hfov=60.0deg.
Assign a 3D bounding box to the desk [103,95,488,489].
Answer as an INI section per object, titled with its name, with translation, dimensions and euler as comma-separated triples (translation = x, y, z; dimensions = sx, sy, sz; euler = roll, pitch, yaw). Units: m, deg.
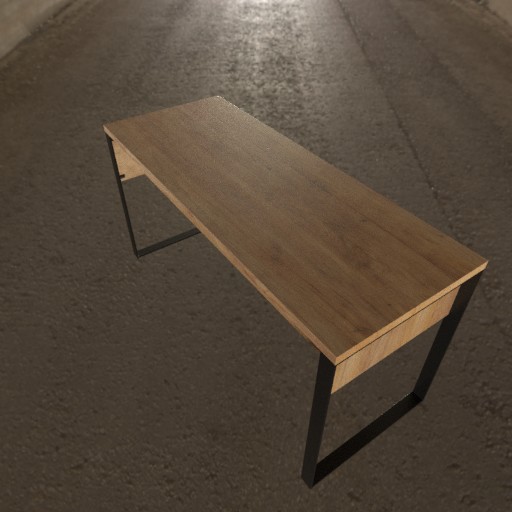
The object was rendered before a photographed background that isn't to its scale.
[desk]
translation = 0.000, 0.000, 1.882
dimensions = 0.600, 0.760, 1.520
euler = -25, 47, -25
